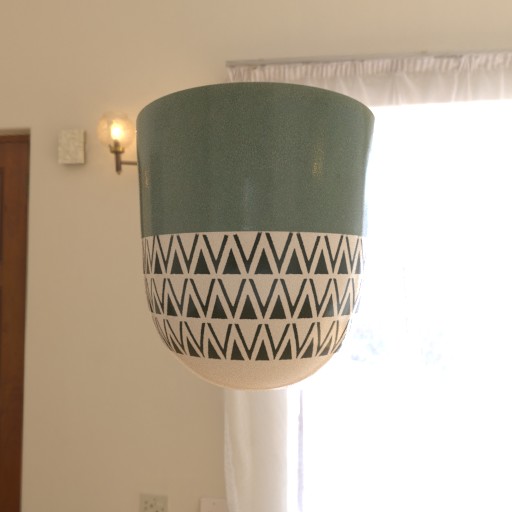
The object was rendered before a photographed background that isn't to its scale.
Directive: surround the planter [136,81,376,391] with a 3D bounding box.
[{"bbox_3d":[0.000,0.000,0.375,0.198,0.214,0.198,0,-2,0],"label":"planter"}]
